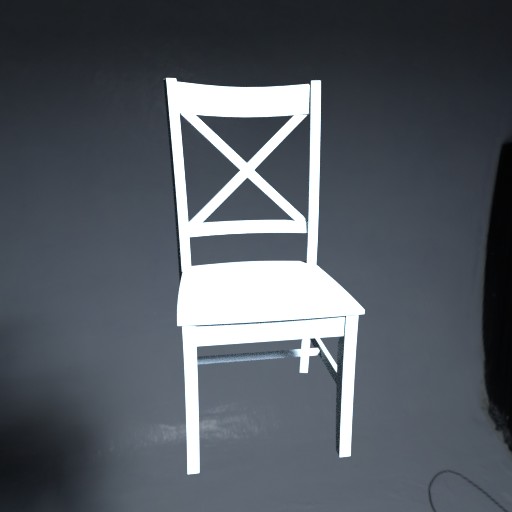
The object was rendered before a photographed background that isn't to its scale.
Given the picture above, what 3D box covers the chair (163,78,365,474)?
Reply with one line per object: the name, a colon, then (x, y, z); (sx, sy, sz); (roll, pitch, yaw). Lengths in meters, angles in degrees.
chair: (0.000, 0.000, 1.264); (0.485, 0.983, 0.542); (-2, 16, -8)
